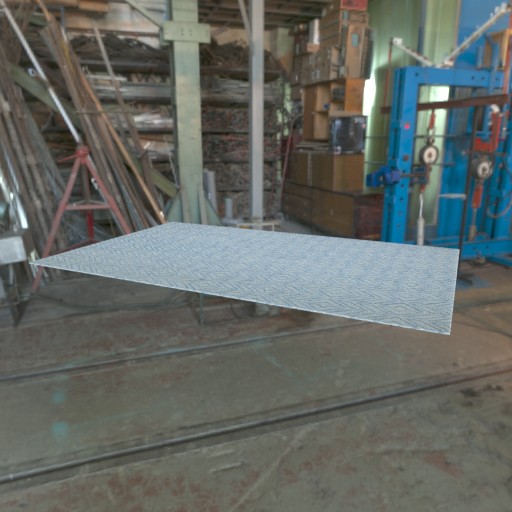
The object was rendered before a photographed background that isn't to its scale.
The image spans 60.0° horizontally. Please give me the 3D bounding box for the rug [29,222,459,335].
[{"bbox_3d":[0.000,0.000,2.950,2.441,0.008,1.526,7,17,24],"label":"rug"}]
